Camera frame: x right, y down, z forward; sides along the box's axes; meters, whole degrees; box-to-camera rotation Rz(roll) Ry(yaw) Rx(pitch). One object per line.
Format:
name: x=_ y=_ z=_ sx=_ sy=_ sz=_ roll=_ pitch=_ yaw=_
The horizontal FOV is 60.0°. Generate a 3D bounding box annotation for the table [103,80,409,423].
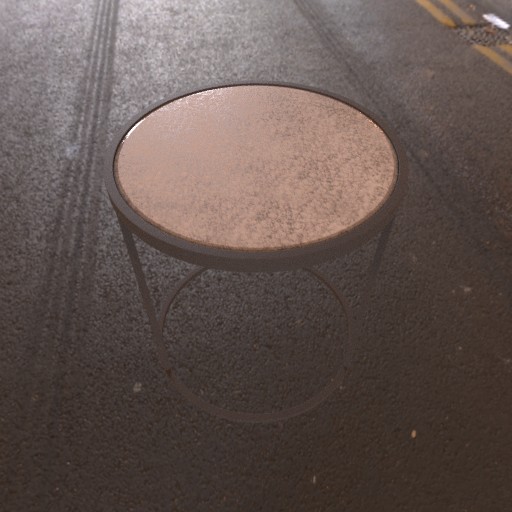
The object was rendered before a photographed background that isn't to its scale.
table: x=0.000 y=0.000 z=0.882 sx=0.470 sy=0.498 sz=0.470 roll=0 pitch=47 yaw=0
